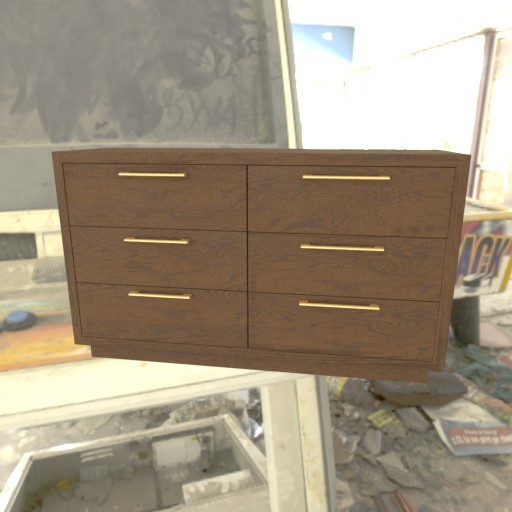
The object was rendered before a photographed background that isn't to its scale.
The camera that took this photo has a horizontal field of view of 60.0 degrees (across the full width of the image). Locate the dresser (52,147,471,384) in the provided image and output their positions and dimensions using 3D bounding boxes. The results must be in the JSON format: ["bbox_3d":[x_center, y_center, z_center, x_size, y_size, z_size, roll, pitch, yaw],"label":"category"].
[{"bbox_3d":[0.000,0.000,1.920,1.523,0.889,0.512,2,16,9],"label":"dresser"}]
